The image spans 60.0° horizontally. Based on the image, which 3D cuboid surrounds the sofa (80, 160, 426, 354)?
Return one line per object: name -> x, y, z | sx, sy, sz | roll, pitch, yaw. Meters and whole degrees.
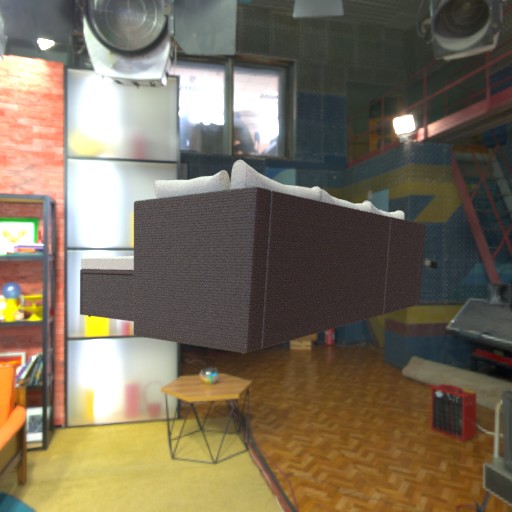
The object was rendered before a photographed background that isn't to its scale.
sofa -> 0.000, 0.000, 2.970 | 1.612, 0.766, 2.192 | 0, -1, 36
